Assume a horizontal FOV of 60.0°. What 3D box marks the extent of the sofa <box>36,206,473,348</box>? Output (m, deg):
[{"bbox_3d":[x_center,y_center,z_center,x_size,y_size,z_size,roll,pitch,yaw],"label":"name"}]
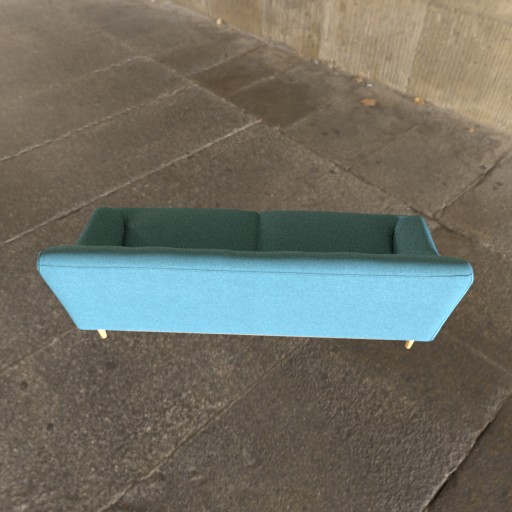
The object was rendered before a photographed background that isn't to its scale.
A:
[{"bbox_3d":[0.000,0.000,2.605,2.057,0.871,0.978,2,46,2],"label":"sofa"}]
